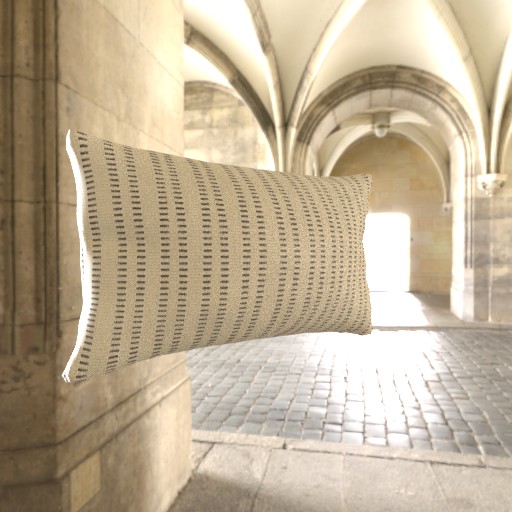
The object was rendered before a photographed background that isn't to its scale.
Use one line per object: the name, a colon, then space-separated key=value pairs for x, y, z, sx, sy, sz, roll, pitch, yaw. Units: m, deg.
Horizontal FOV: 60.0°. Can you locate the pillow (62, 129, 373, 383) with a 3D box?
pillow: x=0.000 y=0.000 z=0.789 sx=0.640 sy=0.353 sz=0.210 roll=0 pitch=1 yaw=-35
